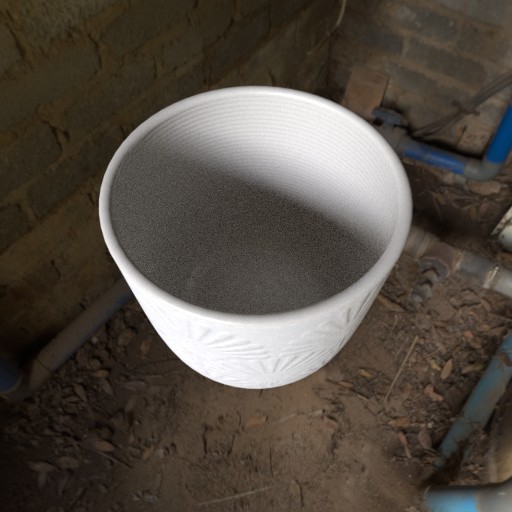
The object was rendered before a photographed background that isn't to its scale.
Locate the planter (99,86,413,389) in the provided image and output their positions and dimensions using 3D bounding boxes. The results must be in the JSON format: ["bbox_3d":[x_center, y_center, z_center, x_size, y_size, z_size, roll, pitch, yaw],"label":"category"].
[{"bbox_3d":[0.000,0.000,0.222,0.124,0.109,0.124,0,57,0],"label":"planter"}]
